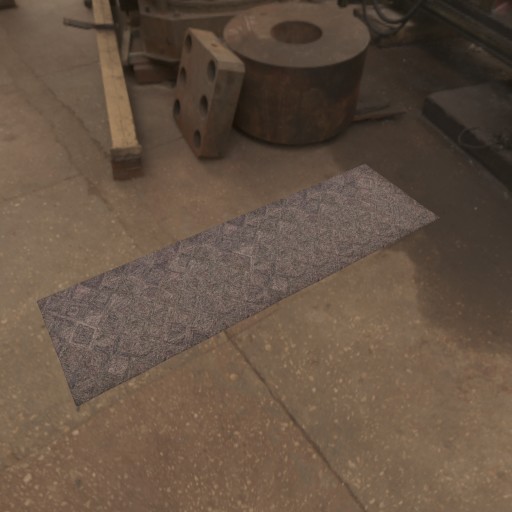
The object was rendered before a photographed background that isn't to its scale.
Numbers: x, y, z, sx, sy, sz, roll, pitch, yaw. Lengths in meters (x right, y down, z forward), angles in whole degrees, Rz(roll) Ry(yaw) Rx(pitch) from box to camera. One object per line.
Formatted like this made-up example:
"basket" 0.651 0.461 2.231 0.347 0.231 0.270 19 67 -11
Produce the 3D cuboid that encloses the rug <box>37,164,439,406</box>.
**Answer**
"rug" 0.000 0.000 2.552 2.296 0.011 0.691 -25 51 -22
